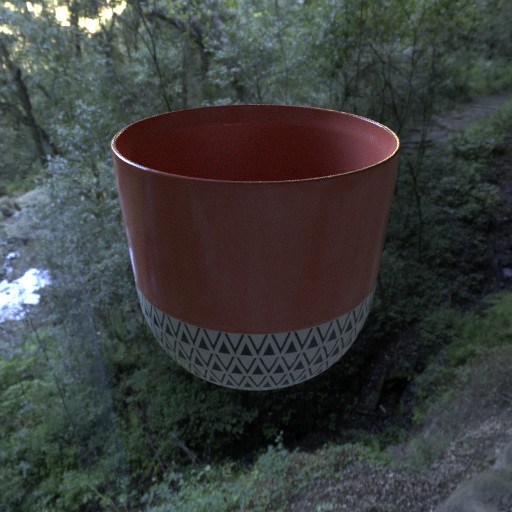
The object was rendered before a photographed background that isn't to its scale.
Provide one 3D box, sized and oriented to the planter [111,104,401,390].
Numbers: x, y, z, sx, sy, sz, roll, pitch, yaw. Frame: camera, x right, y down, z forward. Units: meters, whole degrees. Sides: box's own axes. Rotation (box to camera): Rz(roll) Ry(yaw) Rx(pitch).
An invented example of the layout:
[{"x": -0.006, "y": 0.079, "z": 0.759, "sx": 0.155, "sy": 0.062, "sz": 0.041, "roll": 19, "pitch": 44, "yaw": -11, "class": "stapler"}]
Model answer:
[{"x": 0.000, "y": 0.000, "z": 0.488, "sx": 0.266, "sy": 0.270, "sz": 0.266, "roll": 0, "pitch": 30, "yaw": 0, "class": "planter"}]
